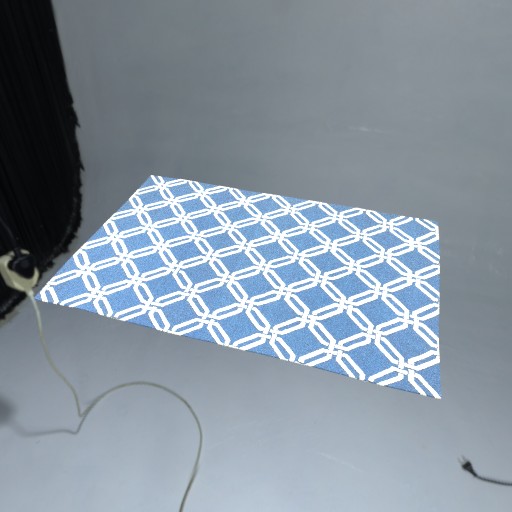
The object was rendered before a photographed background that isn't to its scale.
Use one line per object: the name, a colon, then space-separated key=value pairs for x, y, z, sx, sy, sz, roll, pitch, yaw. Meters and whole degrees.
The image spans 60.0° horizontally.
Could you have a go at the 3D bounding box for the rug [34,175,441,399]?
rug: x=0.000 y=0.000 z=2.211 sx=1.755 sy=0.010 sz=1.153 roll=11 pitch=41 yaw=13
